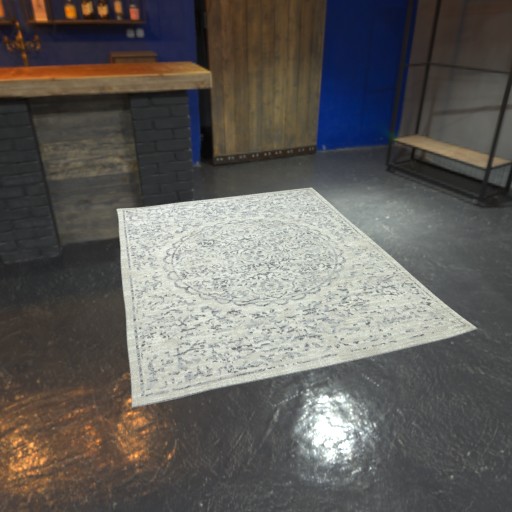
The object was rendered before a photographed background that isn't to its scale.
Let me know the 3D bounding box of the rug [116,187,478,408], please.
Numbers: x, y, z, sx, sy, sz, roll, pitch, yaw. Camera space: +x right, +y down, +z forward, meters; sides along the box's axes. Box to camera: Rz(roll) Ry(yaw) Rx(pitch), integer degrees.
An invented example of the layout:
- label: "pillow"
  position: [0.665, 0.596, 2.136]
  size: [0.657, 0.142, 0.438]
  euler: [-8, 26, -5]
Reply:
- label: "rug"
  position: [0.000, 0.000, 3.992]
  size: [2.343, 0.026, 2.925]
  euler: [-9, 31, -15]
